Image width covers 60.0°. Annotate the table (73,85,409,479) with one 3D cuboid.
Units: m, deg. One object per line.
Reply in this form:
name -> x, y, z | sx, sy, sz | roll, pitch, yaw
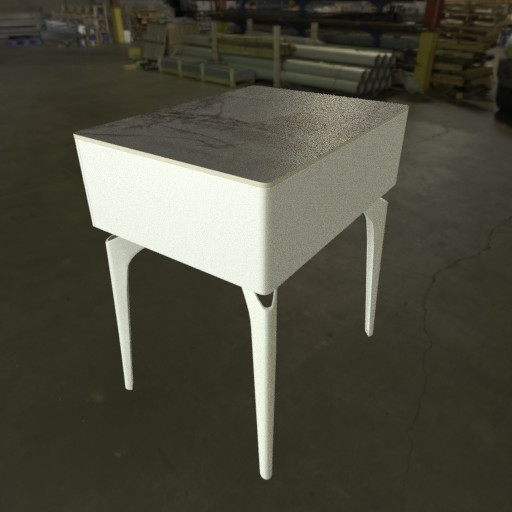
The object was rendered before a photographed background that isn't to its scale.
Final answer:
table -> 0.000, 0.000, 0.928 | 0.400, 0.570, 0.500 | 20, 36, 29
